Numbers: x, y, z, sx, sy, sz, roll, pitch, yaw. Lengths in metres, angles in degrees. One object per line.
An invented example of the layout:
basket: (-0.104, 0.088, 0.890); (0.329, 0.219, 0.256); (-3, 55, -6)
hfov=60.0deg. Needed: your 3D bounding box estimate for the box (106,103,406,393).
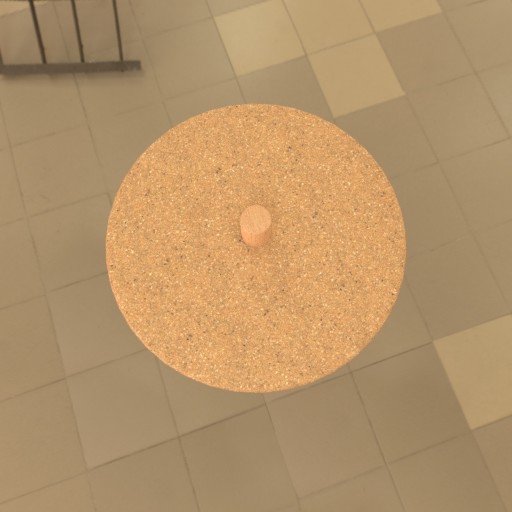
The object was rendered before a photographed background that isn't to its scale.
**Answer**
box: (0.000, 0.000, 0.186); (0.107, 0.094, 0.107); (0, 76, 0)
